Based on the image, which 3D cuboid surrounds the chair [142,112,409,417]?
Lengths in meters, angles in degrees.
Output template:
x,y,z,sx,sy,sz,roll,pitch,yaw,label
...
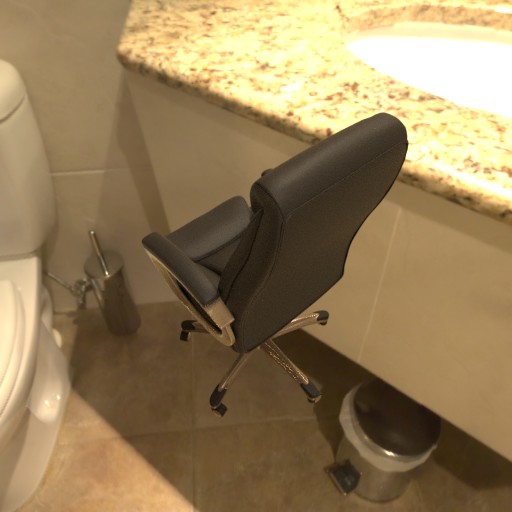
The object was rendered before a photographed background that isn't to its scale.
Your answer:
x,y,z,sx,sy,sz,roll,pitch,yaw,label
0.000,0.000,1.605,0.694,1.188,0.748,-34,54,-28,chair
